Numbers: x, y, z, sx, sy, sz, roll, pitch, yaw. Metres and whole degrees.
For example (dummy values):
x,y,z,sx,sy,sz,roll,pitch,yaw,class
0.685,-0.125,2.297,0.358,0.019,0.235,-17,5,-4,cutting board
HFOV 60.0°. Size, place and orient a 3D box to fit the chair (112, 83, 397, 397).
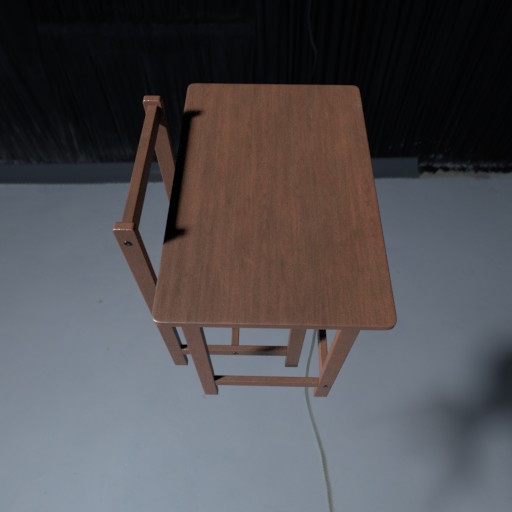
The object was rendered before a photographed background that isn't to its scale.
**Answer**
x,y,z,sx,sy,sz,roll,pitch,yaw,class
0.000,0.000,1.091,0.463,0.673,0.599,1,58,1,chair
